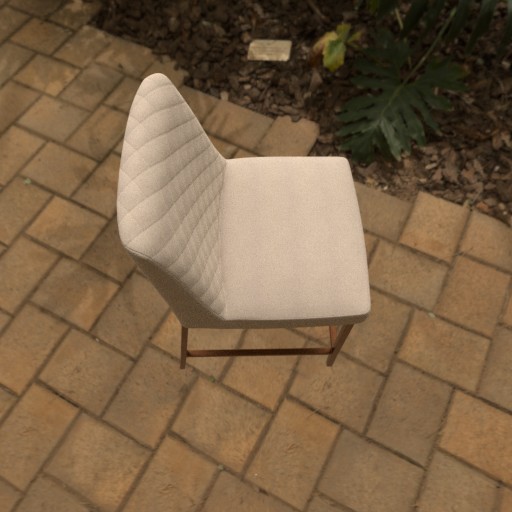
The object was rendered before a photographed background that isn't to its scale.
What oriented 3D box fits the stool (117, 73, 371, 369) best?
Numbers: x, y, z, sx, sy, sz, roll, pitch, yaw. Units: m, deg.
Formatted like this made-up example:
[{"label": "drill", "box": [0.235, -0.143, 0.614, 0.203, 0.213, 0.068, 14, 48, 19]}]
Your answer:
[{"label": "stool", "box": [0.000, 0.000, 1.319, 0.576, 0.973, 0.507, -1, 64, 0]}]
